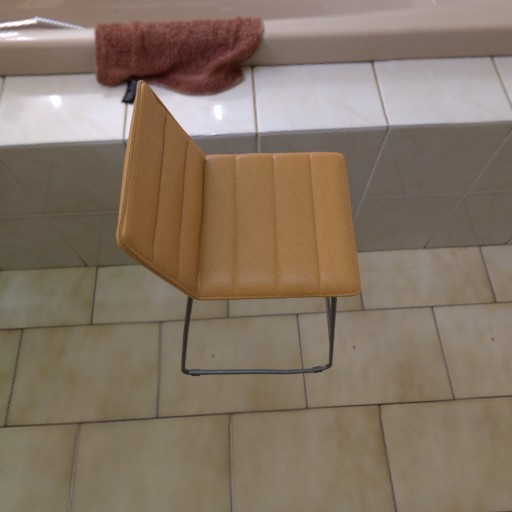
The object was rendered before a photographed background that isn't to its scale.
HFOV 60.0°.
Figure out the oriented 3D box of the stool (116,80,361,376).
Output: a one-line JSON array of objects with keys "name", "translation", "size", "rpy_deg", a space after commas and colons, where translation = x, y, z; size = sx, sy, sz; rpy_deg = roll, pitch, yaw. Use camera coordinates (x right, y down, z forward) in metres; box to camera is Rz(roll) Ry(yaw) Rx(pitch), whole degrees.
[{"name": "stool", "translation": [0.000, 0.000, 1.253], "size": [0.524, 0.936, 0.489], "rpy_deg": [-1, 64, 0]}]
